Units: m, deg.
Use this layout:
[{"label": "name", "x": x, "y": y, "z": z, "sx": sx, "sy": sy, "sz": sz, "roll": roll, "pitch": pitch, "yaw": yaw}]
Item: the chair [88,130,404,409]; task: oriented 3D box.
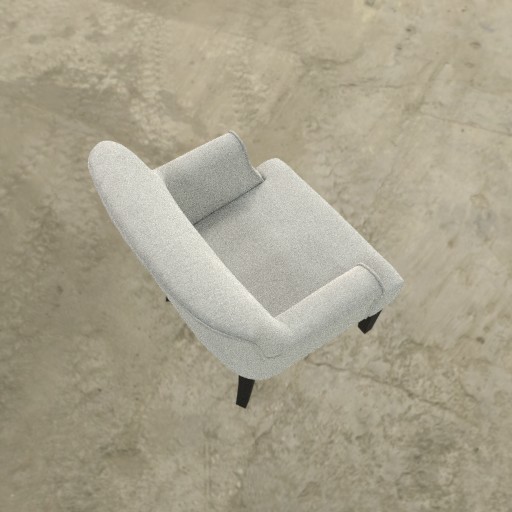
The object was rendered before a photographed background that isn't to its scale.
[{"label": "chair", "x": 0.000, "y": 0.000, "z": 1.490, "sx": 0.750, "sy": 0.875, "sz": 0.781, "roll": -31, "pitch": 63, "yaw": -18}]
